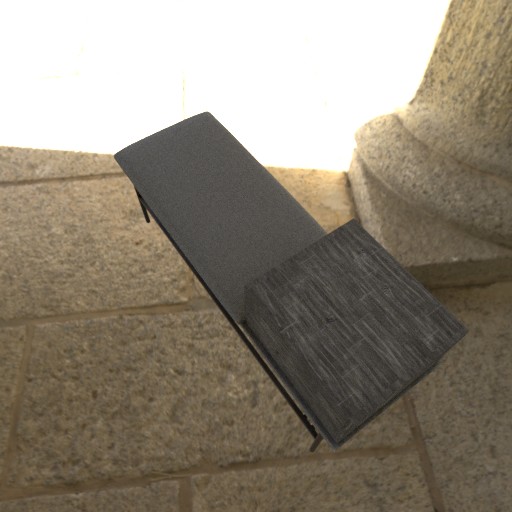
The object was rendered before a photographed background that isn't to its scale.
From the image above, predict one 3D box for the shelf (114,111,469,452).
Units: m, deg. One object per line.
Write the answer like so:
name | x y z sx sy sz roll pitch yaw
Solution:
shelf | 0.000 0.000 1.620 0.457 0.633 1.342 -31 63 -18
